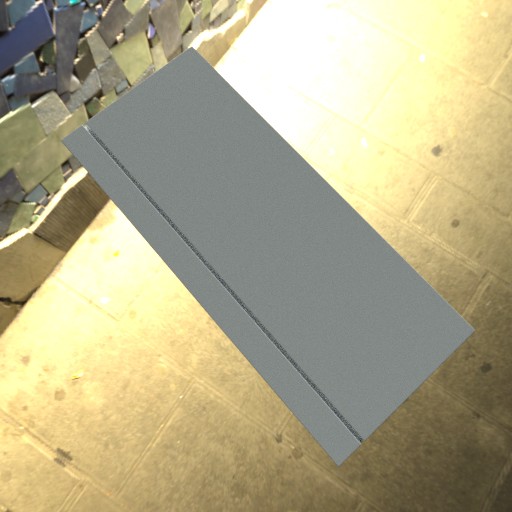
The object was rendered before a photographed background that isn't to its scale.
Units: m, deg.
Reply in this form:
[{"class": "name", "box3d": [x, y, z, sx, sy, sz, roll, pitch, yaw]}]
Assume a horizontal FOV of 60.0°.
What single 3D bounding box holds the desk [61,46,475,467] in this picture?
[{"class": "desk", "box3d": [0.000, 0.000, 2.023, 0.670, 0.760, 1.580, -40, 79, -10]}]
